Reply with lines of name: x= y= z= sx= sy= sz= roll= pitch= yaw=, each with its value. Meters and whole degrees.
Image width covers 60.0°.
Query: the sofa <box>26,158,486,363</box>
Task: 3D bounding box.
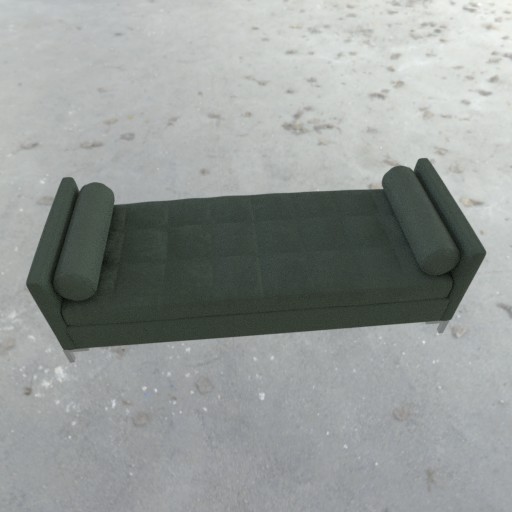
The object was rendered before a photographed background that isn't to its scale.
sofa: x=0.000 y=0.000 z=2.468 sx=2.102 sy=0.657 sz=0.797 roll=-4 pitch=47 yaw=-4
